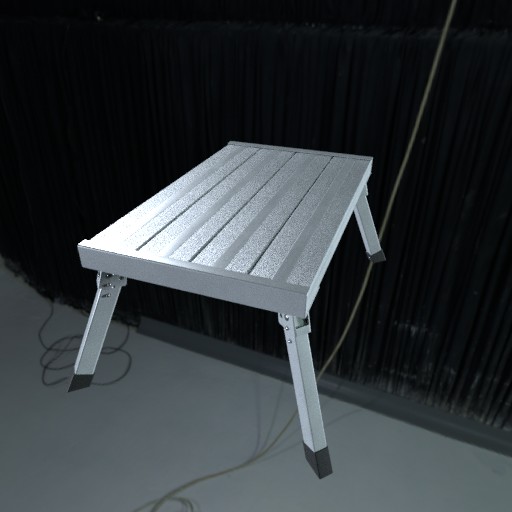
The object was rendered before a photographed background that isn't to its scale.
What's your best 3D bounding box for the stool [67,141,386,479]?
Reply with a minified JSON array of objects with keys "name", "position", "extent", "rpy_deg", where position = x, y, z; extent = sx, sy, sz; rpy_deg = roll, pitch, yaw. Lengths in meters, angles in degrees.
[{"name":"stool","position":[0.000,0.000,0.722],"extent":[0.385,0.225,0.535],"rpy_deg":[11,33,18]}]
